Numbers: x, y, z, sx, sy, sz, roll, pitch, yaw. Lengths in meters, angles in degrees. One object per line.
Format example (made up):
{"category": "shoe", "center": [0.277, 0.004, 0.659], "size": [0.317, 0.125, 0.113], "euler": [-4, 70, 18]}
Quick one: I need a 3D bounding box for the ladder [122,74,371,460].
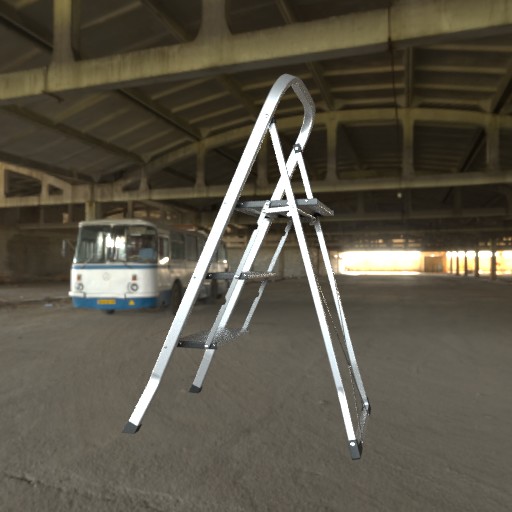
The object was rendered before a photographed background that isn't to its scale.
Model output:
{"category": "ladder", "center": [0.000, 0.000, 1.457], "size": [0.704, 1.070, 0.465], "euler": [0, -1, 18]}
